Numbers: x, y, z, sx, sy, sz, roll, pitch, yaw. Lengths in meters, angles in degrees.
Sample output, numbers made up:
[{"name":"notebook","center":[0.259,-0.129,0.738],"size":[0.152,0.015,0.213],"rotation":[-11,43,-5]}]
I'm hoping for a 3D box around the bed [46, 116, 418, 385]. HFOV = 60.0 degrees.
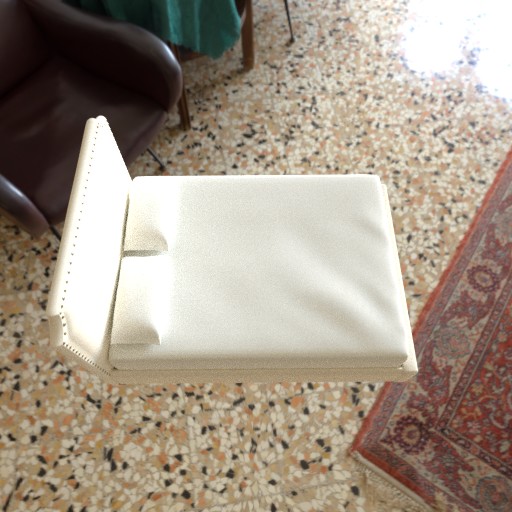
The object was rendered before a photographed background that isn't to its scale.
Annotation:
[{"name":"bed","center":[0.000,0.000,3.366],"size":[2.365,1.443,1.712],"rotation":[0,63,0]}]
